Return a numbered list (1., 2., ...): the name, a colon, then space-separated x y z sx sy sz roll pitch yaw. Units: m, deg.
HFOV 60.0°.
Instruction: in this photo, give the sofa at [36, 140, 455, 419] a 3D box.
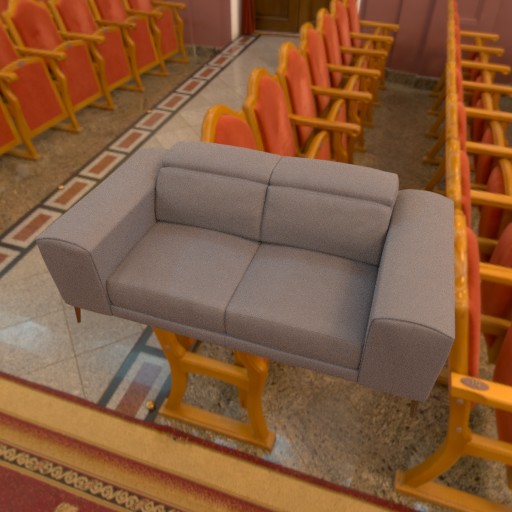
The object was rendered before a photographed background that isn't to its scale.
1. sofa: 0.000 0.000 2.349 1.895 0.779 1.003 12 41 14
